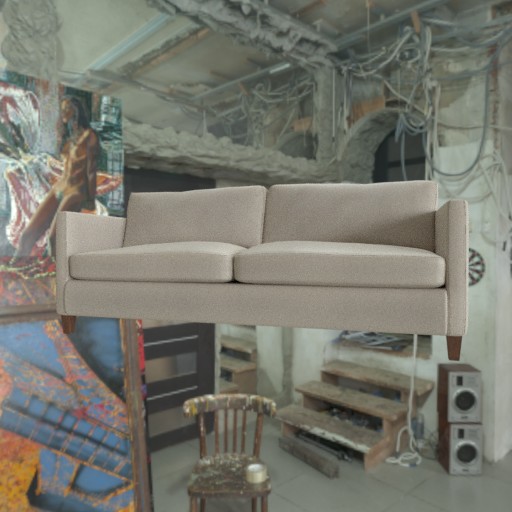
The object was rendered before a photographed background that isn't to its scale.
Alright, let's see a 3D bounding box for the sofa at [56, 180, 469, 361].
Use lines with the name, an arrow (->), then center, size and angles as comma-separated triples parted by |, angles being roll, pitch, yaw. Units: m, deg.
sofa -> 0.000, 0.000, 2.828 | 2.361, 0.968, 0.951 | 0, 1, 18
